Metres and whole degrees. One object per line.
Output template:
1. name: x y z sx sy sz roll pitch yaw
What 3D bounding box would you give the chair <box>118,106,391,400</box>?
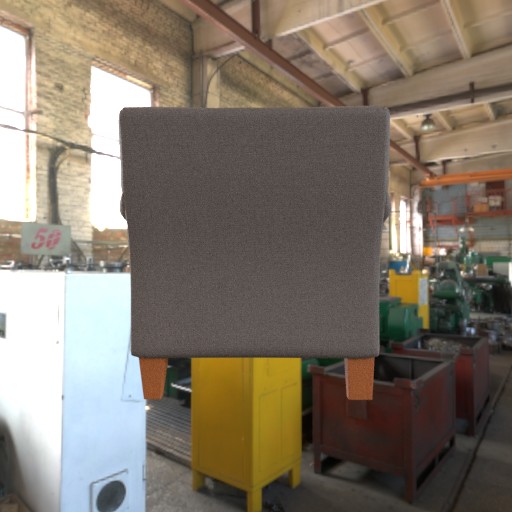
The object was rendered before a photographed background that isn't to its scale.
1. chair: 0.000 0.000 1.922 0.955 1.038 1.070 0 -1 1
